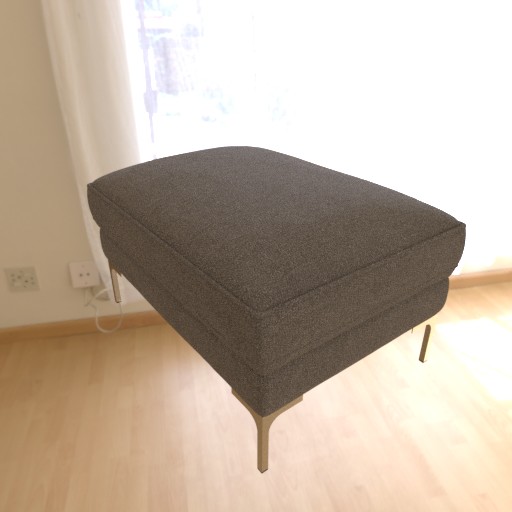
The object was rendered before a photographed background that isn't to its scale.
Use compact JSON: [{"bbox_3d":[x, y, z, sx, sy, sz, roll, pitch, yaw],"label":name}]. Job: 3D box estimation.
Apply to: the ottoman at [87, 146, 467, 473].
[{"bbox_3d":[0.000,0.000,1.152,0.583,0.464,0.785,-19,33,-32],"label":"ottoman"}]
